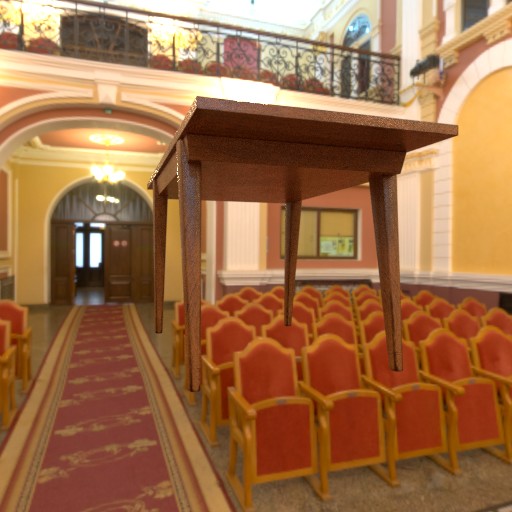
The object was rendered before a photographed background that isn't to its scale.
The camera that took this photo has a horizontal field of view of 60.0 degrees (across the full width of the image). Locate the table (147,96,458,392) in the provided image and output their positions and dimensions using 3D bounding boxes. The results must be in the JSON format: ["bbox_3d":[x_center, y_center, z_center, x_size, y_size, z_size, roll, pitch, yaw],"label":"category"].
[{"bbox_3d":[0.000,0.000,1.818,0.757,0.760,1.400,0,0,-18],"label":"table"}]
